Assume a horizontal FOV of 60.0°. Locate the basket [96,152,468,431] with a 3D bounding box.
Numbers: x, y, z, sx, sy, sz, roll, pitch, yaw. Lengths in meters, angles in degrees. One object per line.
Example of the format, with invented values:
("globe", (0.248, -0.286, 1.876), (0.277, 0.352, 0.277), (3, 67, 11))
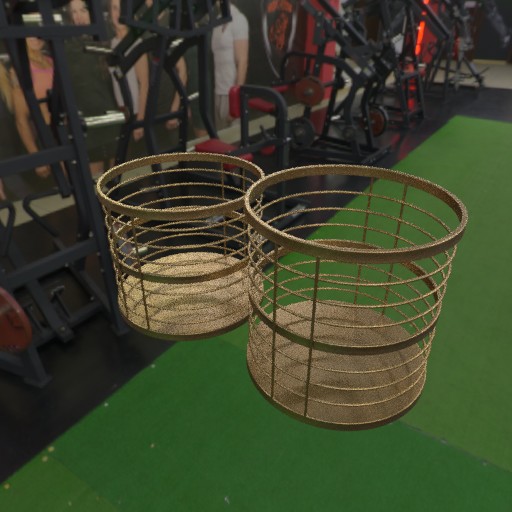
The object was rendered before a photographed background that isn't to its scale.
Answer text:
("basket", (0.000, 0.000, 0.918), (0.746, 0.351, 0.356), (20, 36, 31))
